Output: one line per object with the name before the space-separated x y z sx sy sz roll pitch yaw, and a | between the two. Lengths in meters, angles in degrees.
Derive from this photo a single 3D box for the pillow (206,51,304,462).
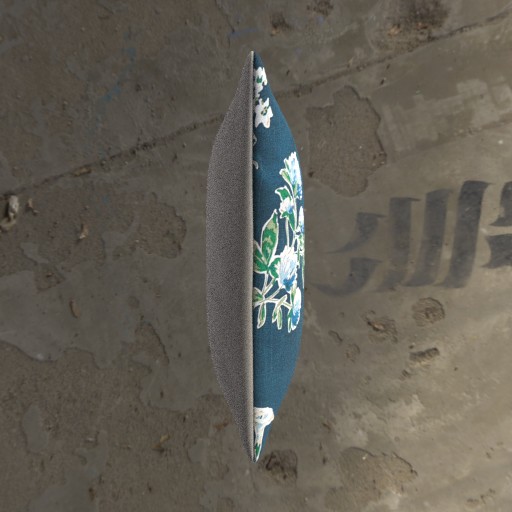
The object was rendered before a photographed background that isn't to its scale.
pillow | 0.000 0.000 0.812 0.166 0.508 0.525 0 91 0
